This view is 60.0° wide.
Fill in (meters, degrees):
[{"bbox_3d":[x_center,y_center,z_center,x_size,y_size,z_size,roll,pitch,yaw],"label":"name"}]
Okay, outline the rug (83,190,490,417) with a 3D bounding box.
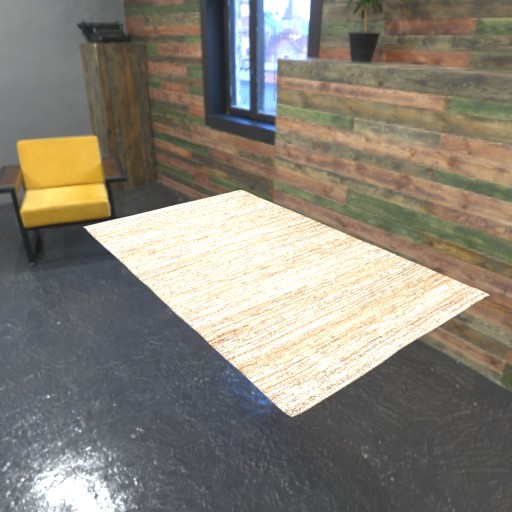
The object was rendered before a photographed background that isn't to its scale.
[{"bbox_3d":[0.000,0.000,3.004,1.529,0.009,2.446,-19,32,-33],"label":"rug"}]
